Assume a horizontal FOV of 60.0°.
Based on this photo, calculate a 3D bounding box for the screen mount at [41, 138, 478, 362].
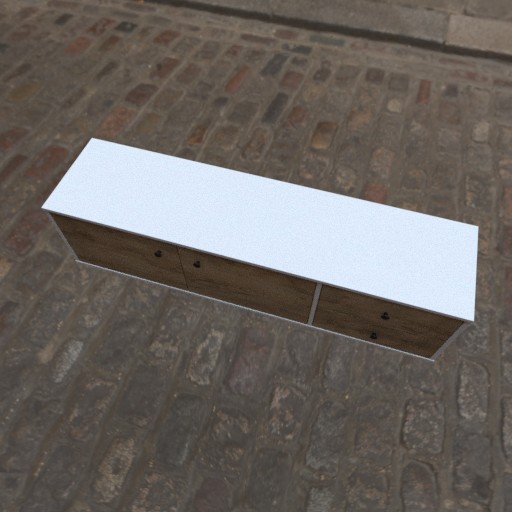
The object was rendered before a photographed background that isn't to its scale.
[{"bbox_3d":[0.000,0.000,1.885,1.600,0.520,0.418,15,59,9],"label":"screen mount"}]
